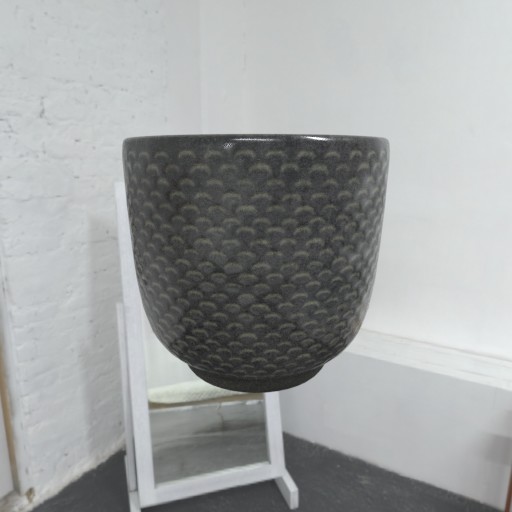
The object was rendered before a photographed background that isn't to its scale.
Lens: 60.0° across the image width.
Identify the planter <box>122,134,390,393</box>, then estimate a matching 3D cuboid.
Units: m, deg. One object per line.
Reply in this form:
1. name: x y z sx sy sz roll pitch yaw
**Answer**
1. planter: 0.000 0.000 0.253 0.140 0.129 0.140 0 13 0
